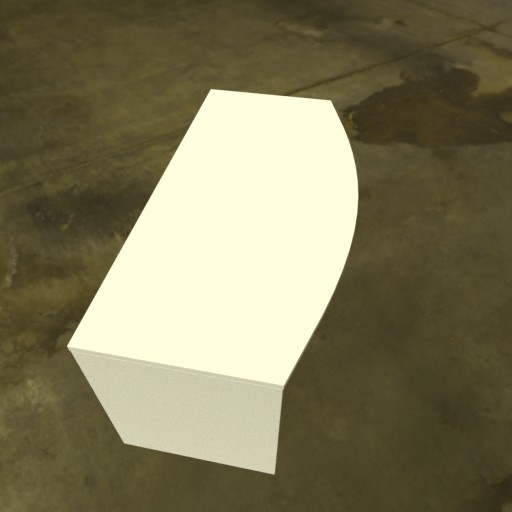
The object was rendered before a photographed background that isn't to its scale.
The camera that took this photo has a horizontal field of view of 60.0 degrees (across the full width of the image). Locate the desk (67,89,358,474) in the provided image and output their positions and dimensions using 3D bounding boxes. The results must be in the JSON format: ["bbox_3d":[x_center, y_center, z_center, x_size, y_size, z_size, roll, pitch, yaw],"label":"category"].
[{"bbox_3d":[0.000,0.000,2.041,0.802,0.750,1.600,8,47,8],"label":"desk"}]
